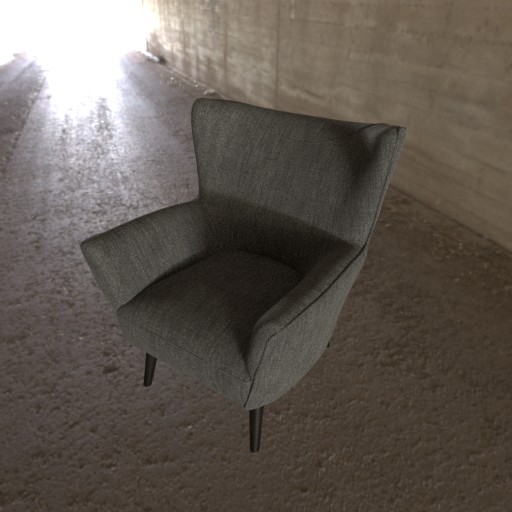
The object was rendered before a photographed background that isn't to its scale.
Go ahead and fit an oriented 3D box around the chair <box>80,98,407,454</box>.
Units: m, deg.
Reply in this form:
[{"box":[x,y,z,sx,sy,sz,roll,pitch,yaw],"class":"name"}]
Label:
[{"box":[0.000,0.000,1.562,0.781,0.933,0.888,19,36,29],"class":"chair"}]
